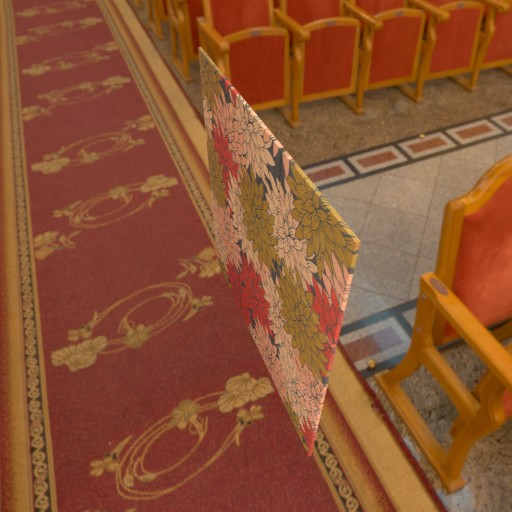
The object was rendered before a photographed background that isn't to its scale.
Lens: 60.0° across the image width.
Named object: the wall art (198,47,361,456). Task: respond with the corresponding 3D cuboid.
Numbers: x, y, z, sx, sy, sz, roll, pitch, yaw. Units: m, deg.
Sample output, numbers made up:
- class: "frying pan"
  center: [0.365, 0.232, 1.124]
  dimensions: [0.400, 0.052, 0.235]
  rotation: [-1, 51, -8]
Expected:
- class: "wall art"
  center: [0.000, 0.000, 1.792]
  dimensions: [0.013, 1.218, 1.206]
  rotation: [-16, 47, -15]
